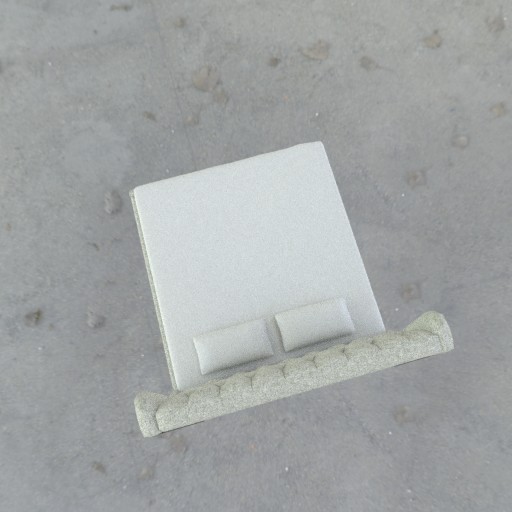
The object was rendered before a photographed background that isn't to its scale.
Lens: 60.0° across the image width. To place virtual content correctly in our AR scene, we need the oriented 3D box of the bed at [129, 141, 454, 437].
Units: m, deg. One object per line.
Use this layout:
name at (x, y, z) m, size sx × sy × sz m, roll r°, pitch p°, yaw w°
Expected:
bed at (0.000, 0.000, 3.998) m, size 2.219 × 1.771 × 2.347 m, roll -15°, pitch 77°, yaw -3°
